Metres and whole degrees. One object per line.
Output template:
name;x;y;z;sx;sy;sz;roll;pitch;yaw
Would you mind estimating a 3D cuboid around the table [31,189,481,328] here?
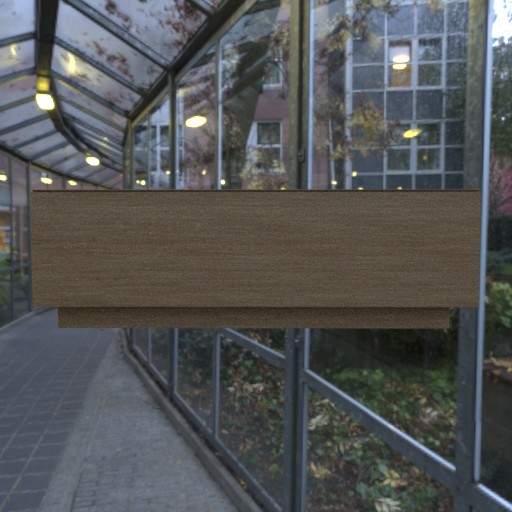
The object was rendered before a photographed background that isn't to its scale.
table;0.000;0.000;1.438;1.110;0.353;0.678;0;2;0
